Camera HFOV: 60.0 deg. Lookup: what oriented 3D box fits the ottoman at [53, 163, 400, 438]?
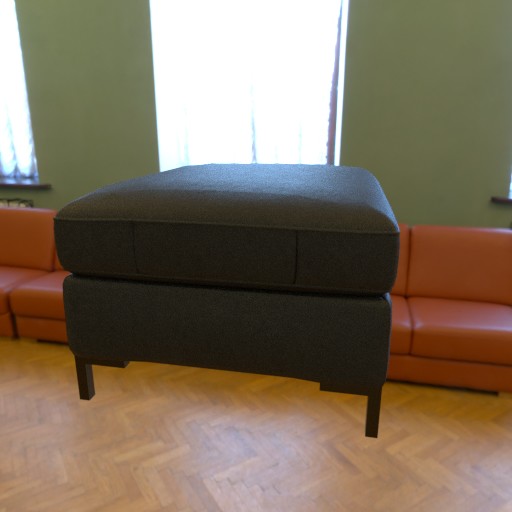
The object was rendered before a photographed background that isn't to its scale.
[{"bbox_3d":[0.000,0.000,1.781,0.967,0.696,1.187,3,17,11],"label":"ottoman"}]
